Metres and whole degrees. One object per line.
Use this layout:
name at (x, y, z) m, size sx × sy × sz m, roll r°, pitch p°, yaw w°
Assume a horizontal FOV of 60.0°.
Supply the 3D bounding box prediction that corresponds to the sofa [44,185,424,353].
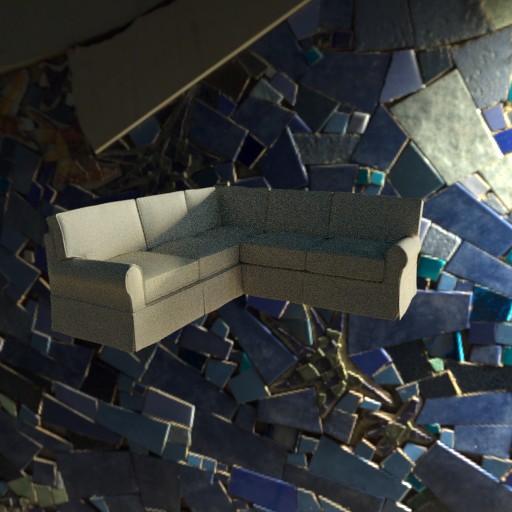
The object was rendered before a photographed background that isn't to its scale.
sofa at (0.000, 0.000, 4.137) m, size 2.597 × 1.070 × 2.591 m, roll 7°, pitch 16°, yaw 27°
